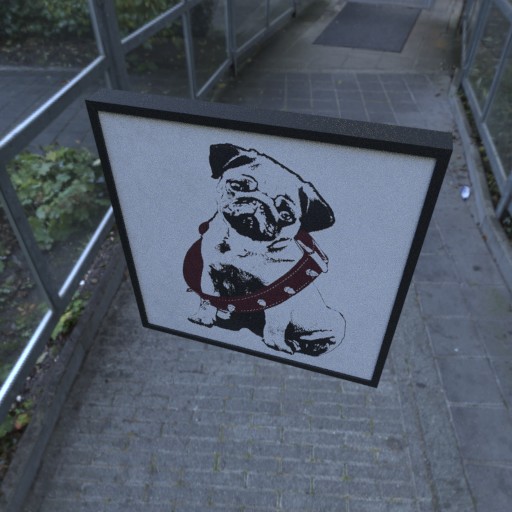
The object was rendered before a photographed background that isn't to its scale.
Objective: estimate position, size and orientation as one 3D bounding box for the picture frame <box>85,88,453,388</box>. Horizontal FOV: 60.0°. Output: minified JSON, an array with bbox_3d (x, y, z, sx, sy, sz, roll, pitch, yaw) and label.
[{"bbox_3d":[0.000,0.000,0.481,0.317,0.317,0.030,12,42,13],"label":"picture frame"}]
